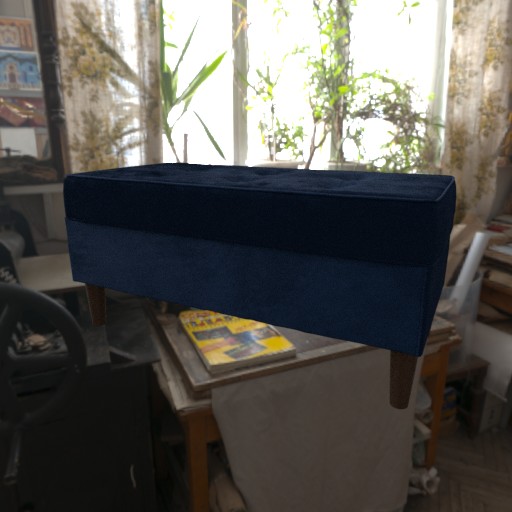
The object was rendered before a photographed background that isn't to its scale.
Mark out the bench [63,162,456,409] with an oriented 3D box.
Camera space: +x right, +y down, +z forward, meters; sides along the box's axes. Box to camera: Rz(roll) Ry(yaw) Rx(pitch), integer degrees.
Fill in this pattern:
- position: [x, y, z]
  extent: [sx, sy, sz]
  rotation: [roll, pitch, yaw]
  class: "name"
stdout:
- position: [0.000, 0.000, 1.286]
  extent: [1.010, 0.467, 0.489]
  rotation: [8, 19, 26]
  class: "bench"
